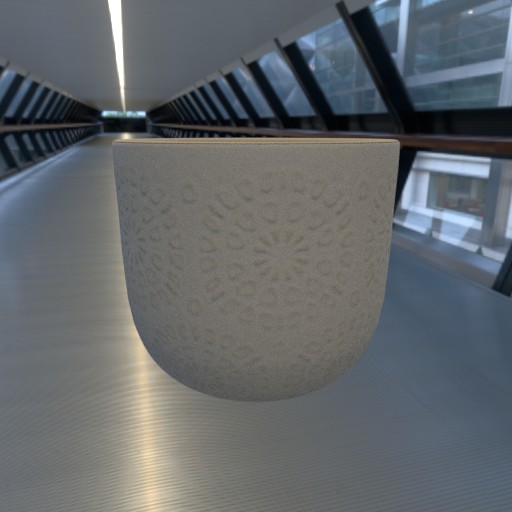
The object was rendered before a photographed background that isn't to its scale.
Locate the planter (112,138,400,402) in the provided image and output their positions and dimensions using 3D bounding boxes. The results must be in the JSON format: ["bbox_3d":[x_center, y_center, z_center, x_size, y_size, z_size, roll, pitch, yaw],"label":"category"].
[{"bbox_3d":[0.000,0.000,0.215,0.124,0.109,0.124,0,15,0],"label":"planter"}]
